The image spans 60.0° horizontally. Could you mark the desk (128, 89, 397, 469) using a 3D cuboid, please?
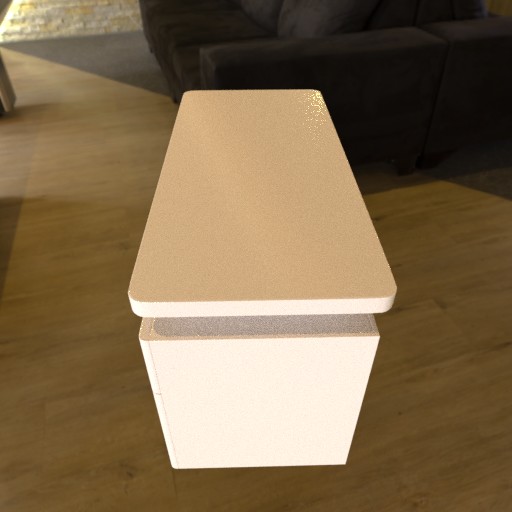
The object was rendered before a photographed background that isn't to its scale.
[{"bbox_3d":[0.000,0.000,1.580,0.550,0.760,1.200,-1,40,-1],"label":"desk"}]
